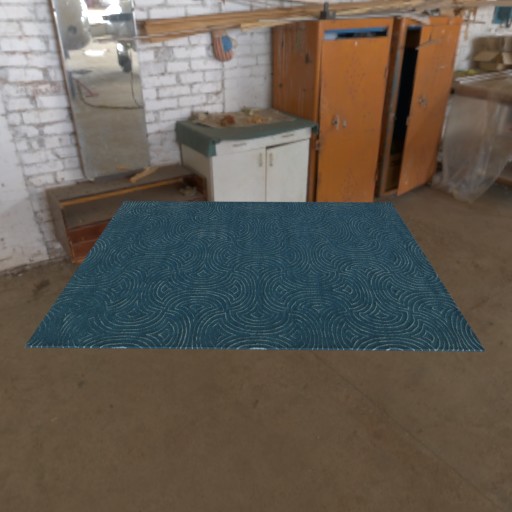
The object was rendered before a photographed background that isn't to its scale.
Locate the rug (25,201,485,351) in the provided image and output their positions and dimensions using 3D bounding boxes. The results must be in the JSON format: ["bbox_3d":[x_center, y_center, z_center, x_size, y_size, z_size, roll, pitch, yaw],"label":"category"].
[{"bbox_3d":[0.000,0.000,3.966,3.033,0.012,2.432,0,30,1],"label":"rug"}]
